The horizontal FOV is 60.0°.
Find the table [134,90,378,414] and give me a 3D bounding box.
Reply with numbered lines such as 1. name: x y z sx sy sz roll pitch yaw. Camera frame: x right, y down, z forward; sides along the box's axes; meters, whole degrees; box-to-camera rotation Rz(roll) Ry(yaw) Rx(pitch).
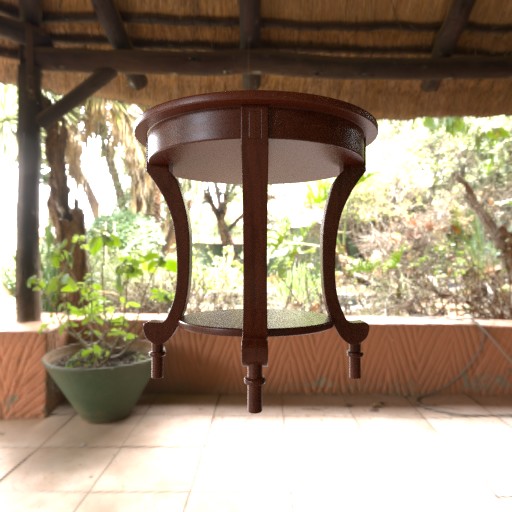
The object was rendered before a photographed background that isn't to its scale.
1. table: 0.000 0.000 1.118 0.597 0.612 0.597 0 -1 0
